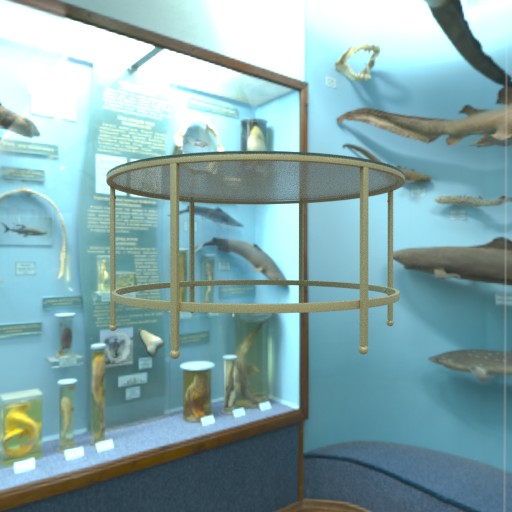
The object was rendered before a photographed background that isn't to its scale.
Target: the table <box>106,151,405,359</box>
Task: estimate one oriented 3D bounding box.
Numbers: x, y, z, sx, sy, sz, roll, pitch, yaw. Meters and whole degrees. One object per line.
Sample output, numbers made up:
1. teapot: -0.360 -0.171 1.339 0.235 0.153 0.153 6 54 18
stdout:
1. table: 0.000 0.000 1.430 0.914 0.470 0.914 0 0 0
